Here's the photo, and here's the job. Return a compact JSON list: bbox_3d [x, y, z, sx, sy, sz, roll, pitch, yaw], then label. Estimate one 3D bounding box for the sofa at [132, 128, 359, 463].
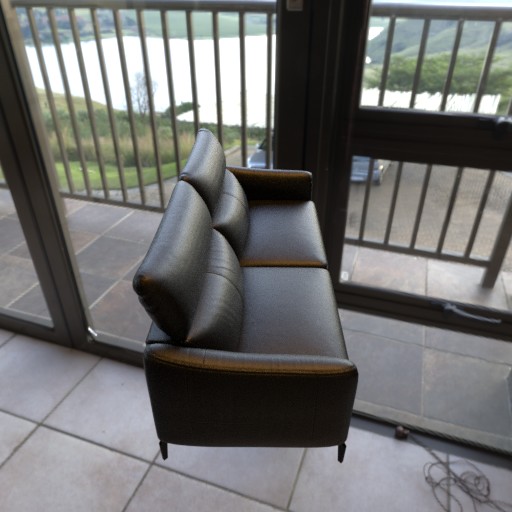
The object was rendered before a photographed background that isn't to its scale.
[{"bbox_3d":[0.000,0.000,2.538,0.856,0.957,2.069,1,32,1],"label":"sofa"}]
